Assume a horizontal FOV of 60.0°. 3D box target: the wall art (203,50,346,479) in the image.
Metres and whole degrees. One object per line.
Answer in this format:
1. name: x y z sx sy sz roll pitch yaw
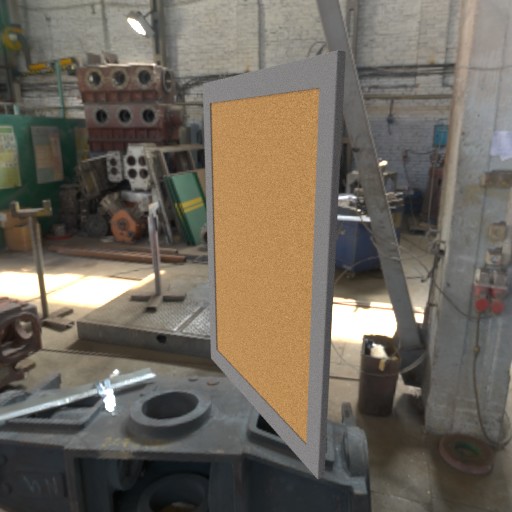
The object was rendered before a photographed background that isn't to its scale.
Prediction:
1. wall art: 0.000 0.000 0.683 0.012 0.529 0.374 -8 18 -27
